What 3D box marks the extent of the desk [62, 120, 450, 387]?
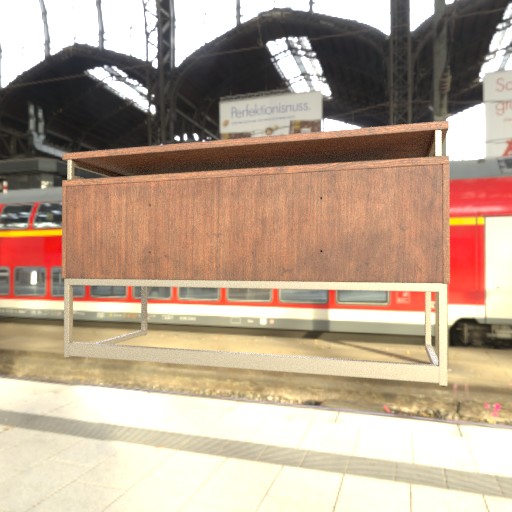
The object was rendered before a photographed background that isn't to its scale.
[{"bbox_3d":[0.000,0.000,1.803,1.384,0.792,0.610,0,-1,17],"label":"desk"}]
